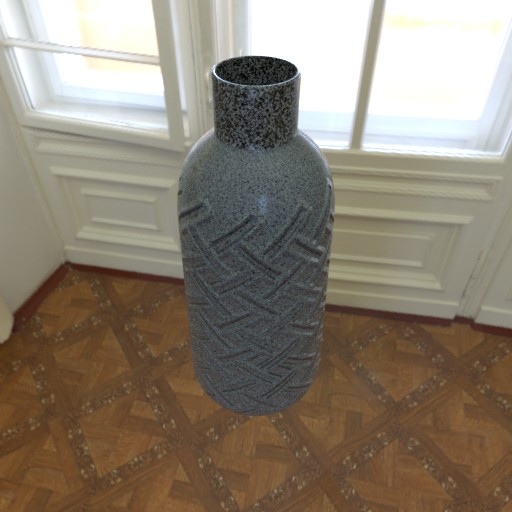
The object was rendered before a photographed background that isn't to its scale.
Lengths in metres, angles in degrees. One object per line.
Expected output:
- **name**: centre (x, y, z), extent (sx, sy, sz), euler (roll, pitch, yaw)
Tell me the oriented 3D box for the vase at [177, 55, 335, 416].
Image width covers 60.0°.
- **vase**: centre (0.000, 0.000, 0.344), extent (0.122, 0.282, 0.122), euler (0, 42, 0)
